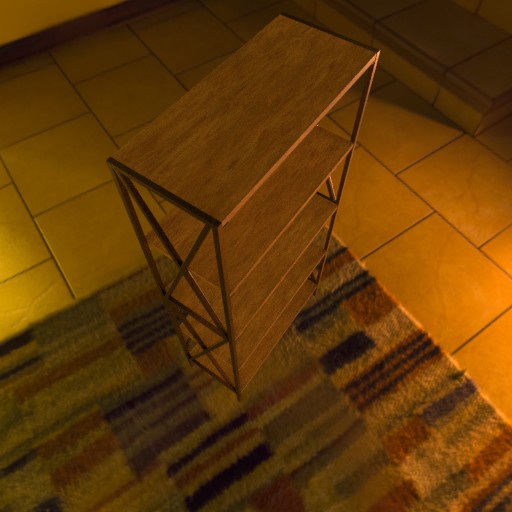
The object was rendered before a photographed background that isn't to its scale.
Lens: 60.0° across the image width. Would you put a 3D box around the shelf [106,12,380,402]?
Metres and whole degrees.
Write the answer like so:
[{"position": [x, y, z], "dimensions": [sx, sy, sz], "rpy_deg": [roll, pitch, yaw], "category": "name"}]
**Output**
[{"position": [0.000, 0.000, 2.104], "dimensions": [0.386, 1.803, 0.874], "rpy_deg": [31, 64, 17], "category": "shelf"}]
